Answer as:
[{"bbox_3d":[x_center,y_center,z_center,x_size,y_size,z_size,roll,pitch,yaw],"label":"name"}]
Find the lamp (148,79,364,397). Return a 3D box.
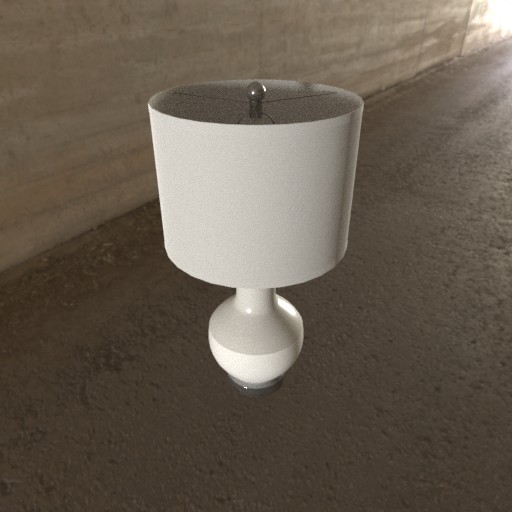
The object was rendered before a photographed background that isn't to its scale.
[{"bbox_3d":[0.000,0.000,0.905,0.357,0.673,0.357,0,31,0],"label":"lamp"}]
